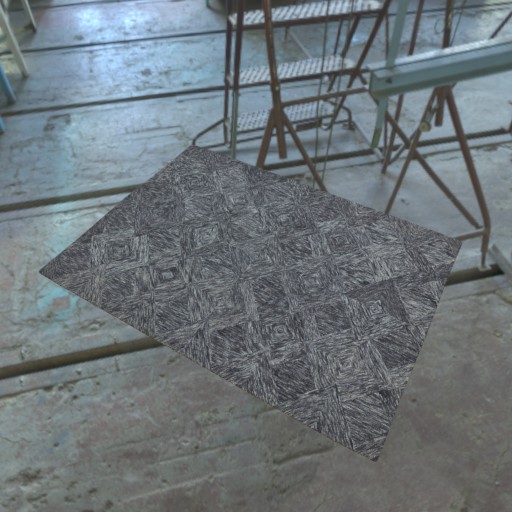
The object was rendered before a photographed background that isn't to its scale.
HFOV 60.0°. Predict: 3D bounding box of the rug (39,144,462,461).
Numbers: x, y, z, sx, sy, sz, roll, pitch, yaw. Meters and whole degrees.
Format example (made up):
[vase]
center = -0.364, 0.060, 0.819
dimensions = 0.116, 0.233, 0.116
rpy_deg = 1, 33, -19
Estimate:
[rug]
center = 0.000, 0.000, 5.236
dimensions = 4.093, 0.020, 2.997
rpy_deg = 24, 52, 20
